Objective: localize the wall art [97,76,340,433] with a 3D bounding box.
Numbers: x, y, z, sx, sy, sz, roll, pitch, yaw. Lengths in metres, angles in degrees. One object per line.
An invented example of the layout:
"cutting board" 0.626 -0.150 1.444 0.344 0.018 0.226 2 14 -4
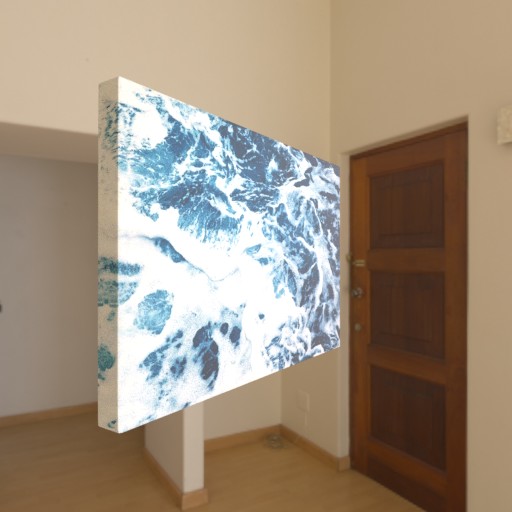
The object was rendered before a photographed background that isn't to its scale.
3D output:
"wall art" 0.000 0.000 0.763 0.043 0.407 0.609 0 0 35
